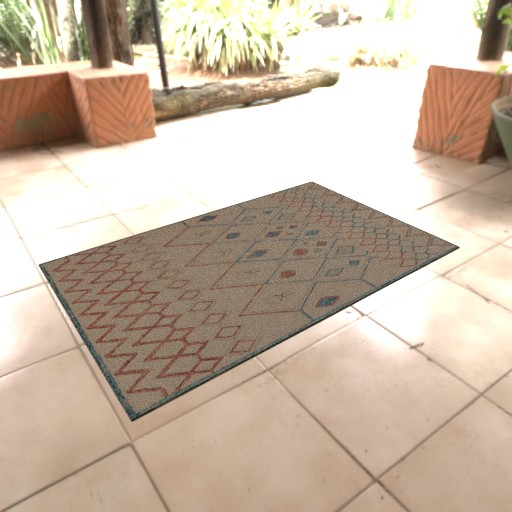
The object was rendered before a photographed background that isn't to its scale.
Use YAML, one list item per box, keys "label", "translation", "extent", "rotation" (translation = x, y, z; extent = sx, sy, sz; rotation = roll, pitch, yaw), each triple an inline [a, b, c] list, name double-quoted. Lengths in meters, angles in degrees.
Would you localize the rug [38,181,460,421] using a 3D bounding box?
- label: "rug"
  translation: [0.000, 0.000, 3.011]
  extent: [2.438, 0.015, 1.524]
  rotation: [-21, 37, -30]
